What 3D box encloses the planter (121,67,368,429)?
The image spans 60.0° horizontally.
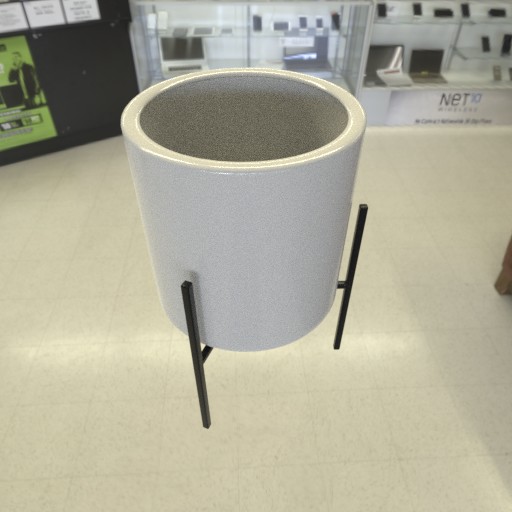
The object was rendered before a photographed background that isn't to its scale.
[{"bbox_3d":[0.000,0.000,0.516,0.239,0.356,0.239,0,41,0],"label":"planter"}]
